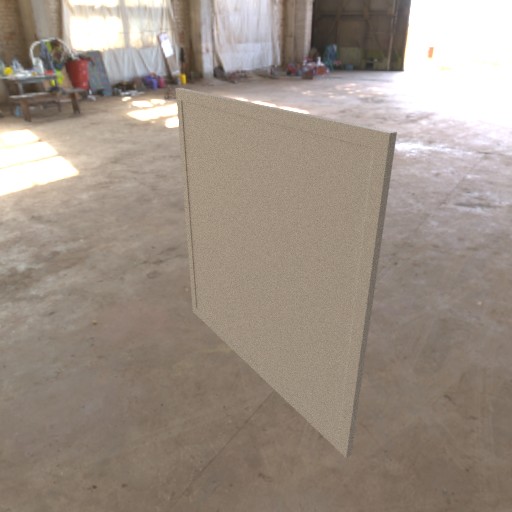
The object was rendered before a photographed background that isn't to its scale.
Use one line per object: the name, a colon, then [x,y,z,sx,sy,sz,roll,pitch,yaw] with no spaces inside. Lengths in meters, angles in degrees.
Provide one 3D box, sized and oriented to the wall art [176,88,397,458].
wall art: [0.000,0.000,1.009,0.015,0.660,0.660,-18,32,-31]
